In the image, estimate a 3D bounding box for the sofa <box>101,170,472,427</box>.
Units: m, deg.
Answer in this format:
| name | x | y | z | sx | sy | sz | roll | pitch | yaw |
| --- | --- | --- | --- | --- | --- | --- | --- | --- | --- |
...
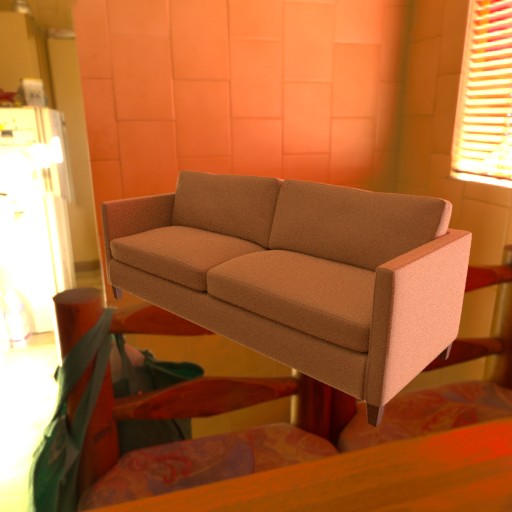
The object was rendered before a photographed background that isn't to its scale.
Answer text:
| name | x | y | z | sx | sy | sz | roll | pitch | yaw |
| --- | --- | --- | --- | --- | --- | --- | --- | --- | --- |
| sofa | 0.000 | 0.000 | 2.909 | 2.361 | 0.968 | 0.951 | 15 | 22 | 41 |
